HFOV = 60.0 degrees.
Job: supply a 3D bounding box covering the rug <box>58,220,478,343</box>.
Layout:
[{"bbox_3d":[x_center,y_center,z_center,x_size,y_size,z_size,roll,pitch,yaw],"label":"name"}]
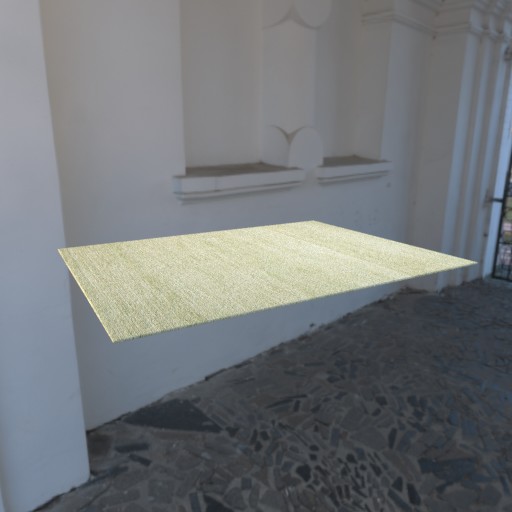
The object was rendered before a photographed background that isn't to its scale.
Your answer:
[{"bbox_3d":[0.000,0.000,4.210,3.198,0.016,2.425,-8,17,-29],"label":"rug"}]
